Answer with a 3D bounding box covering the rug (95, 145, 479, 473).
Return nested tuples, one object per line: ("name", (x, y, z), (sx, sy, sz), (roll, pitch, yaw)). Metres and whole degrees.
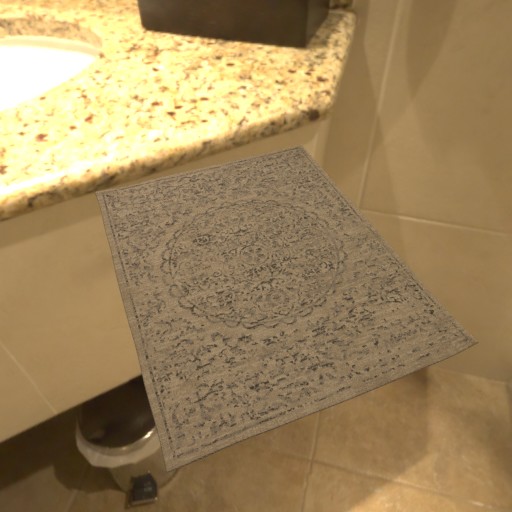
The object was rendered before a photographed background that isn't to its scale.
("rug", (0.000, 0.000, 3.873), (2.343, 0.026, 2.925), (-16, 48, -15))
